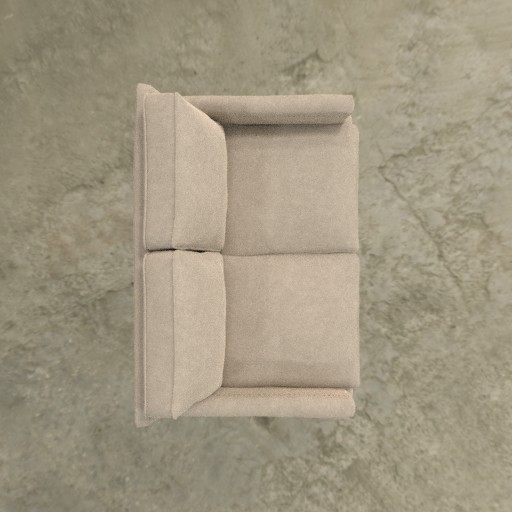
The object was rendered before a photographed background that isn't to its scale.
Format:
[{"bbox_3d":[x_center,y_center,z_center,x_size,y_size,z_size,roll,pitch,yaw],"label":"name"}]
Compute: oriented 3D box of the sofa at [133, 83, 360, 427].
[{"bbox_3d":[0.000,0.000,2.285,1.084,1.002,1.597,0,89,-1],"label":"sofa"}]
